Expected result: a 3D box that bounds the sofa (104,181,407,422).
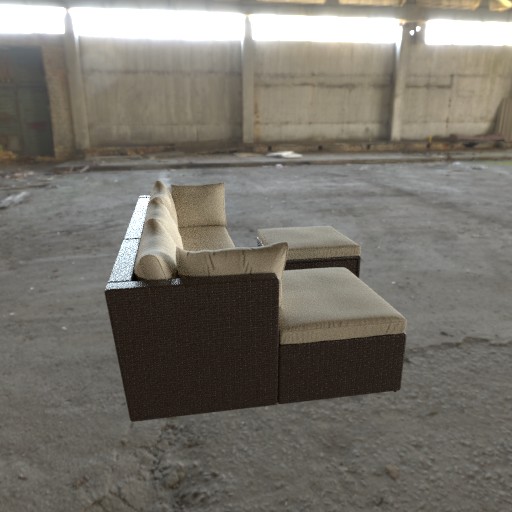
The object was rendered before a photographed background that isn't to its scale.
[{"bbox_3d":[0.000,0.000,2.957,1.612,0.766,2.192,-3,18,-10],"label":"sofa"}]
